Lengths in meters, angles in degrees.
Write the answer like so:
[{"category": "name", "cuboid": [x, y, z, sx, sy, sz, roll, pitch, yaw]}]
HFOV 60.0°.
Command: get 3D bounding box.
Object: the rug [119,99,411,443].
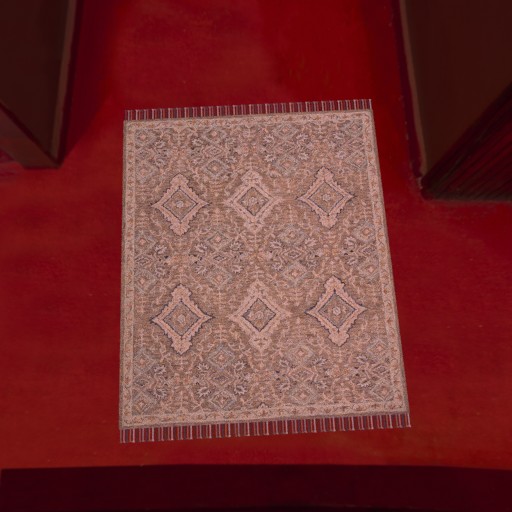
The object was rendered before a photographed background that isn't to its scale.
[{"category": "rug", "cuboid": [0.000, 0.000, 4.024, 2.437, 0.010, 3.056, -3, 77, -1]}]
